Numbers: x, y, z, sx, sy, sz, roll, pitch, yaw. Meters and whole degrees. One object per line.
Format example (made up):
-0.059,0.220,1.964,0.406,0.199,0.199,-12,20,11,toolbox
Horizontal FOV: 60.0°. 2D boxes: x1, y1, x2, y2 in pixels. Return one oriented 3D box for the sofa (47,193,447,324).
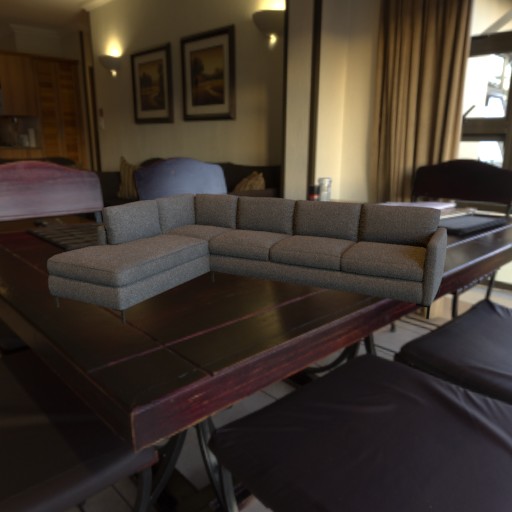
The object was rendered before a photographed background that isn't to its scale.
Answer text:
0.000,0.000,3.880,2.949,0.815,2.007,7,16,27,sofa
